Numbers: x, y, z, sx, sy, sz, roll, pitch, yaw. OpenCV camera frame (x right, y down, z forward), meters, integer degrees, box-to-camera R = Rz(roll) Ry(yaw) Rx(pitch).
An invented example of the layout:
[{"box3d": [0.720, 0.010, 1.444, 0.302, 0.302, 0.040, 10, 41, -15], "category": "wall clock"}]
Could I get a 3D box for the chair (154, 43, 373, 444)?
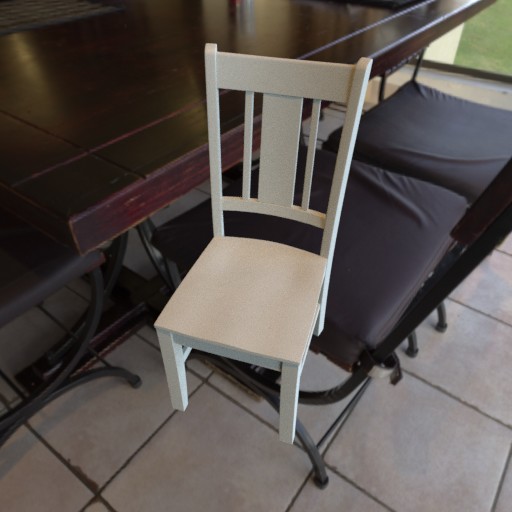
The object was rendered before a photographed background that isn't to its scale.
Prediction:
[{"box3d": [0.000, 0.000, 1.296, 0.450, 0.998, 0.555, 12, 42, 13], "category": "chair"}]
